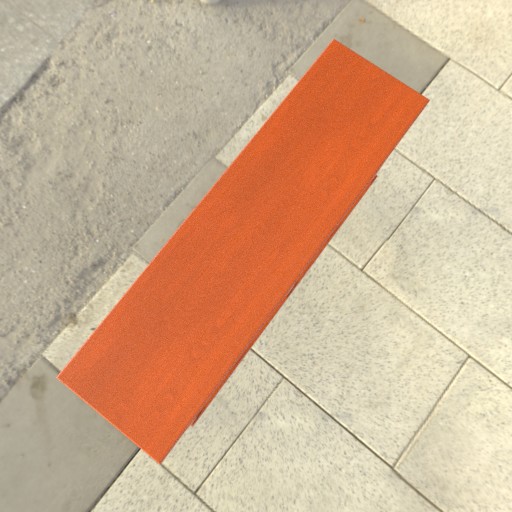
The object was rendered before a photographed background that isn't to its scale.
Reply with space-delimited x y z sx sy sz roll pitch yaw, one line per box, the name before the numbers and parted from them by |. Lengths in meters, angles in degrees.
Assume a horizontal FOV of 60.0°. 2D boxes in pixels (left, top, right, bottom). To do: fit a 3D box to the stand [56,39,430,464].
stand | 0.000 0.000 1.712 0.381 0.762 1.372 36 80 7
